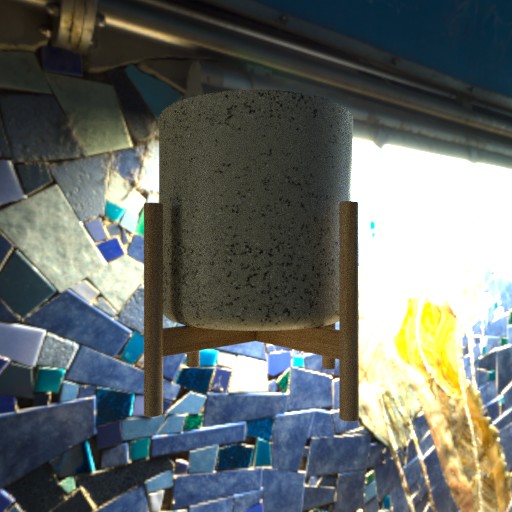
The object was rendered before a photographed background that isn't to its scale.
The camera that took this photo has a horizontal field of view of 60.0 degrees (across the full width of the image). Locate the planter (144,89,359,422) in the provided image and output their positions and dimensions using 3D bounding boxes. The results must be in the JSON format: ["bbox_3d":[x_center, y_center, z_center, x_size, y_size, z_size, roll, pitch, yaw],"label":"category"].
[{"bbox_3d":[0.000,0.000,0.708,0.360,0.419,0.360,0,0,-19],"label":"planter"}]
